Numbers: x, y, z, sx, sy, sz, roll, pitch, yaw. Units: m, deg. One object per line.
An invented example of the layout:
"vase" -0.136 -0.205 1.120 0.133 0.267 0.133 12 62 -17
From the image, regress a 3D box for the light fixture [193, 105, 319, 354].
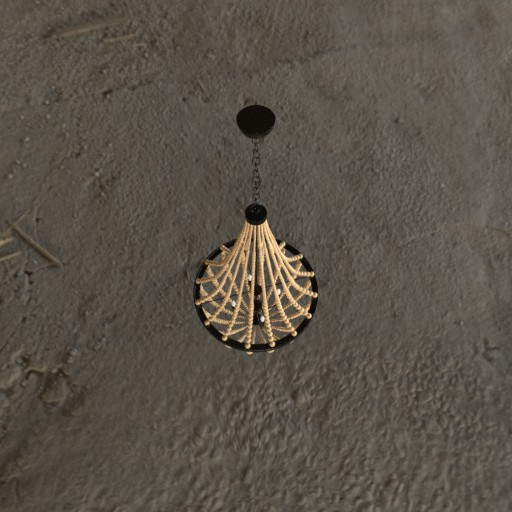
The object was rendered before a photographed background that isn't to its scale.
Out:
"light fixture" 0.000 0.000 1.372 0.450 1.133 0.450 0 61 0
